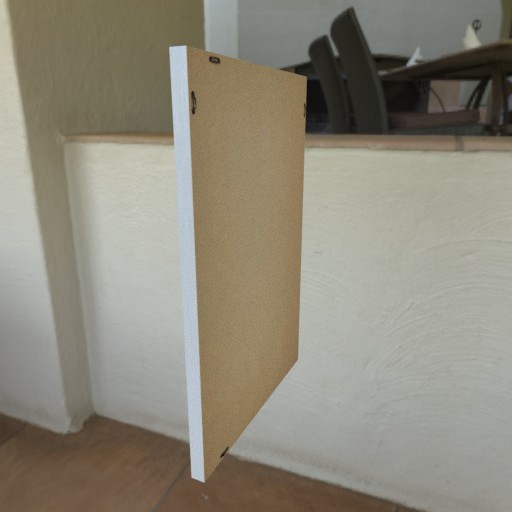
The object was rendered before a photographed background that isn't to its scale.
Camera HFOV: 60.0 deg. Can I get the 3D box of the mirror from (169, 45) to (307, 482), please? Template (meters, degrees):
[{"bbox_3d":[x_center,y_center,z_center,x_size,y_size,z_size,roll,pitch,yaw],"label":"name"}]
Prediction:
[{"bbox_3d":[0.000,0.000,1.151,0.040,0.915,0.609,8,19,25],"label":"mirror"}]
